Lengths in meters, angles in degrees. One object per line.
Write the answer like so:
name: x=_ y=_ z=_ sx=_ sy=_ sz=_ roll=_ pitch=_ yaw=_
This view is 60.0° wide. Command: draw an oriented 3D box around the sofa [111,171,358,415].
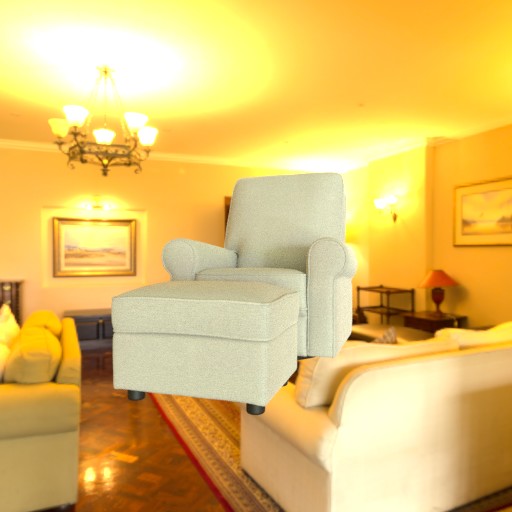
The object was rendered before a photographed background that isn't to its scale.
sofa: x=0.000 y=0.000 z=2.066 sx=0.880 sy=0.959 sz=1.478 roll=0 pitch=1 yaw=18
